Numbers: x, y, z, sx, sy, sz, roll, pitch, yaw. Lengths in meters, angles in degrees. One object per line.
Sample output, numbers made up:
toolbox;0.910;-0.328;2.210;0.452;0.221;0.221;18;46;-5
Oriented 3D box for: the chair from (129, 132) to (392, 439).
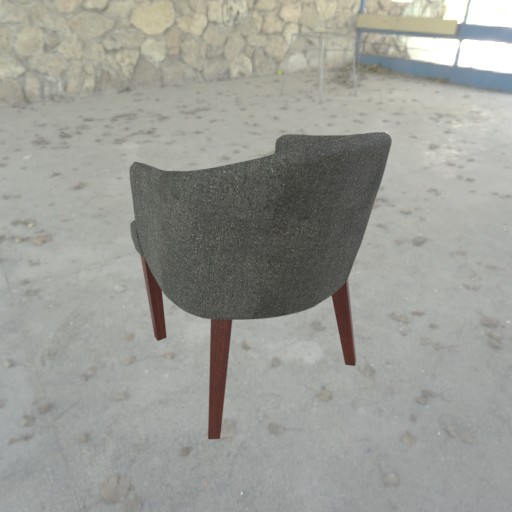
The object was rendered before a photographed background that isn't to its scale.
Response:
chair;0.000;0.000;1.283;0.583;0.811;0.655;-18;35;-28
